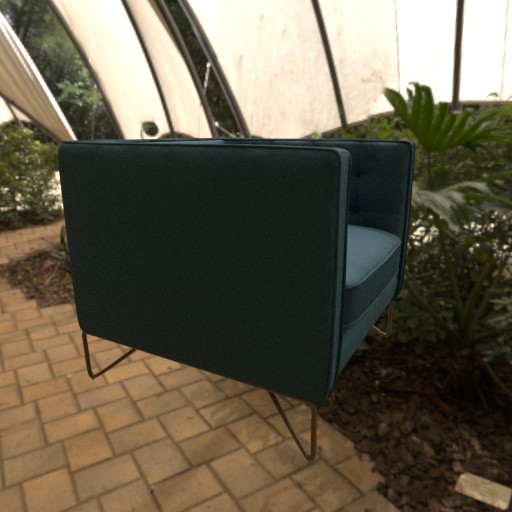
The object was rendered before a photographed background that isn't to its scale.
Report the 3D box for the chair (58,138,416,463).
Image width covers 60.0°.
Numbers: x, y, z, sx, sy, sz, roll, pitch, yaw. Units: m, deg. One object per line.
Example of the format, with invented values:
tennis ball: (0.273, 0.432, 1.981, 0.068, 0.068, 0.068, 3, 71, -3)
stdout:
chair: (0.000, 0.000, 1.553, 0.894, 0.790, 0.880, 9, 18, 28)
